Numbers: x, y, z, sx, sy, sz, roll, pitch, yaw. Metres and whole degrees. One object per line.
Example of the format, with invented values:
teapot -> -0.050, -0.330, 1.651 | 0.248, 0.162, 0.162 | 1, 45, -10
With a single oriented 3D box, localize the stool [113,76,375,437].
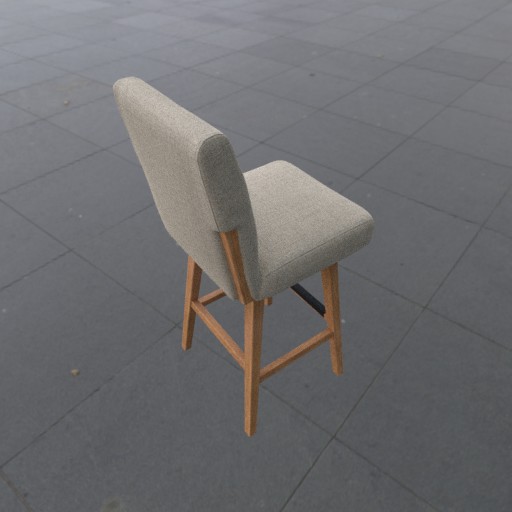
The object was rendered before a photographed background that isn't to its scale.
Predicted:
stool -> 0.000, 0.000, 1.407 | 0.569, 1.106, 0.483 | -25, 46, -27
